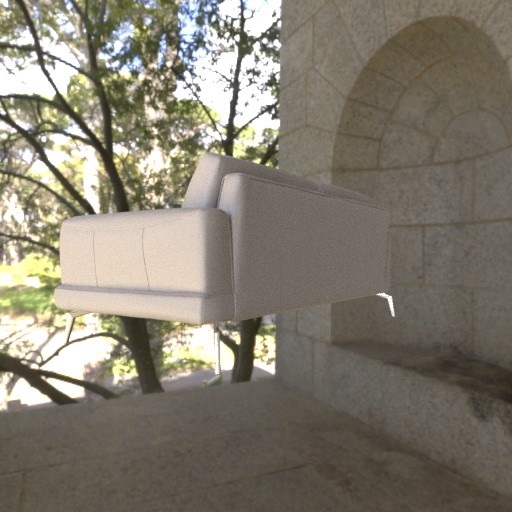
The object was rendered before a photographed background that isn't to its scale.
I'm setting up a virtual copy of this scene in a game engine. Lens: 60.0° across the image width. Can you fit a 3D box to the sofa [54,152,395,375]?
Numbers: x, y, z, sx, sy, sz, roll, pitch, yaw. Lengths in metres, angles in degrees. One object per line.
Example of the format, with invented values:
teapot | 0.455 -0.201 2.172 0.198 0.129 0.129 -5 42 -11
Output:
sofa | 0.000 0.000 2.841 1.121 0.930 2.177 0 0 36
